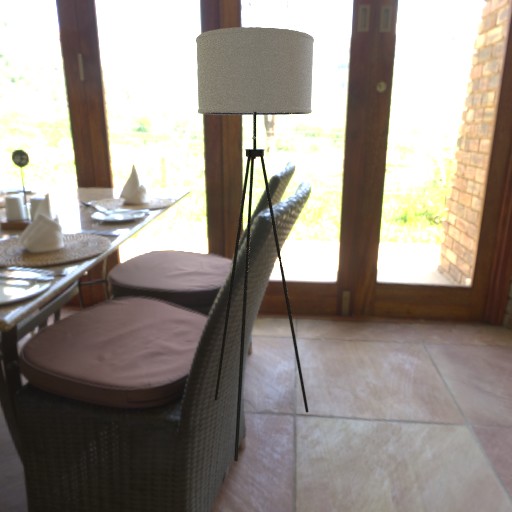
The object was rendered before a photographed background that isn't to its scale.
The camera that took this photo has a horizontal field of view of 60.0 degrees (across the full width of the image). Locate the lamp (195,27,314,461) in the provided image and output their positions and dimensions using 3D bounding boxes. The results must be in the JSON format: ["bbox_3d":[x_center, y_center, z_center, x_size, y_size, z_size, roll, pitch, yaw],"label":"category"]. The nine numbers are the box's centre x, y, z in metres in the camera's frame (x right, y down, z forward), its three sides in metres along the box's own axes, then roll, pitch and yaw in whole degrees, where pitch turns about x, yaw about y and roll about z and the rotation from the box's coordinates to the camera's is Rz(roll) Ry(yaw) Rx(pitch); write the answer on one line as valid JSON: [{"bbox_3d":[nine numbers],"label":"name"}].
[{"bbox_3d":[0.000,0.000,1.725,0.448,1.545,0.458,2,16,8],"label":"lamp"}]
